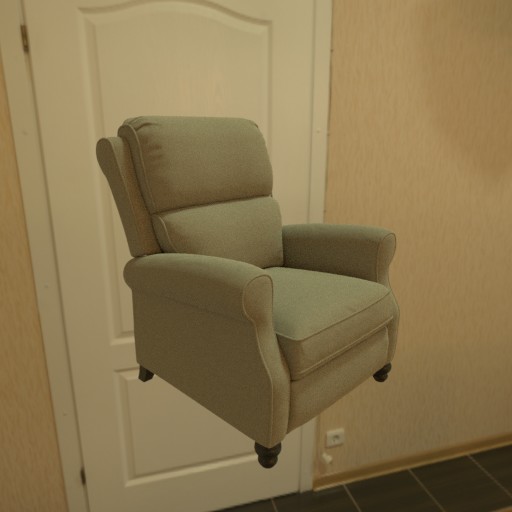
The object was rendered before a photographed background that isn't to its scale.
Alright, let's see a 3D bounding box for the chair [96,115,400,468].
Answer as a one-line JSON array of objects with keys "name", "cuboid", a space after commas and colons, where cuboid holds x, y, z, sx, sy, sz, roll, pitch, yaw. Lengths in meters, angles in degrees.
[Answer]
[{"name": "chair", "cuboid": [0.000, 0.000, 1.722, 0.919, 1.046, 0.859, 15, 22, 43]}]
